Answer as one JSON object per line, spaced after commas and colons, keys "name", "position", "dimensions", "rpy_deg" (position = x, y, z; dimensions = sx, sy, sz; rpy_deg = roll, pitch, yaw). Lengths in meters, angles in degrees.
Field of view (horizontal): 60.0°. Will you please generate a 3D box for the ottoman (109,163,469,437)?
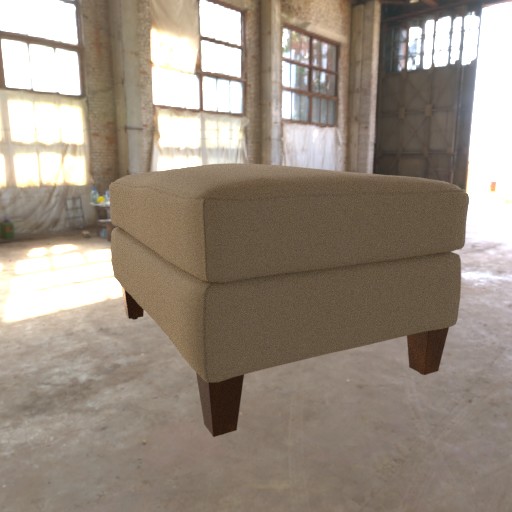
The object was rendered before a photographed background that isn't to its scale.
{"name": "ottoman", "position": [0.000, 0.000, 1.179], "dimensions": [0.634, 0.485, 0.818], "rpy_deg": [-6, 13, -27]}
